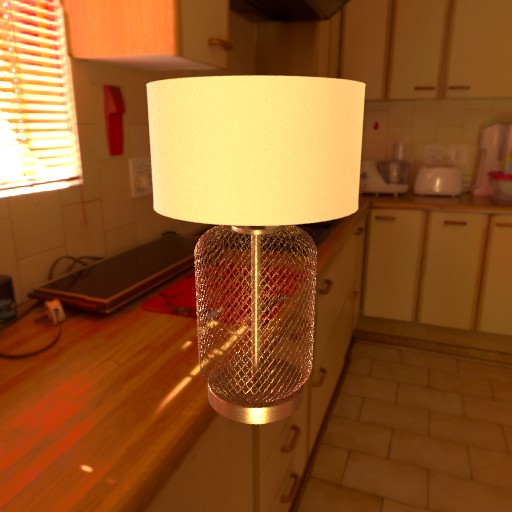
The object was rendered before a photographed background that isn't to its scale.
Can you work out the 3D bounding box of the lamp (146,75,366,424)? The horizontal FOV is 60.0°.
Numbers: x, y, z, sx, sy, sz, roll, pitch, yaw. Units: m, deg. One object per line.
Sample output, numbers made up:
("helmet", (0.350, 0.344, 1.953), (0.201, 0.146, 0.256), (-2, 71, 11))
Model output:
("lamp", (0.000, 0.000, 0.810), (0.353, 0.578, 0.353), (0, 16, 0))
